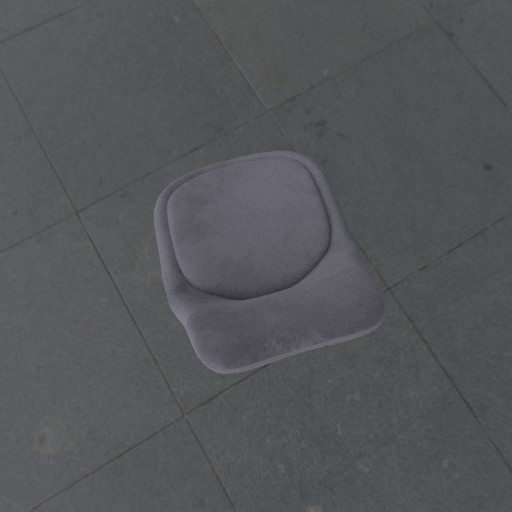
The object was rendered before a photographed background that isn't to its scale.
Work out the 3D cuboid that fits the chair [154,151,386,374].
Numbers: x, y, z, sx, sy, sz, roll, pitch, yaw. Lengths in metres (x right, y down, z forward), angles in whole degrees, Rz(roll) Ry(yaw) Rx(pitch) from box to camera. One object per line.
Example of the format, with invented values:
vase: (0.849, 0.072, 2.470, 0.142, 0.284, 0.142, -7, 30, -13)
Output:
chair: (0.000, 0.000, 1.182, 0.485, 0.850, 0.550, -16, 77, -4)
